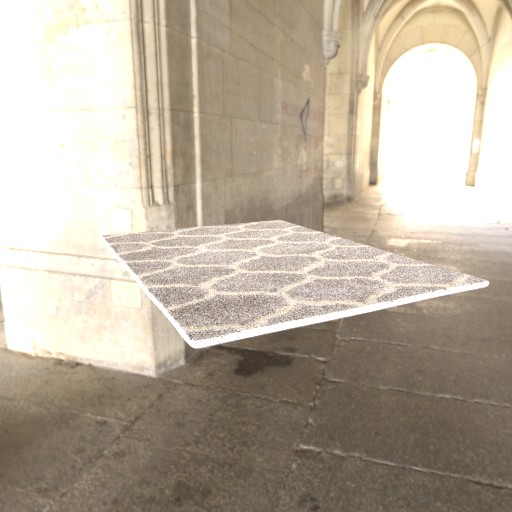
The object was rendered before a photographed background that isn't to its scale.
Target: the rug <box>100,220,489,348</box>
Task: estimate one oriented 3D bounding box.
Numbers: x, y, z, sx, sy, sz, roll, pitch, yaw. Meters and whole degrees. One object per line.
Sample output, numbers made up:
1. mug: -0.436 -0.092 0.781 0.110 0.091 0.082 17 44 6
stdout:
1. rug: 0.000 0.000 2.120 1.200 0.025 1.600 -7 16 -26
